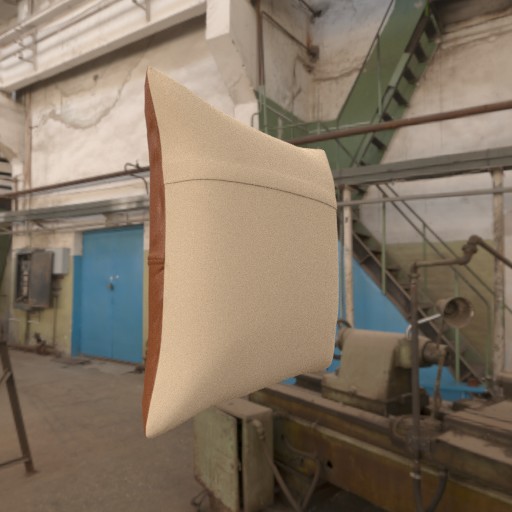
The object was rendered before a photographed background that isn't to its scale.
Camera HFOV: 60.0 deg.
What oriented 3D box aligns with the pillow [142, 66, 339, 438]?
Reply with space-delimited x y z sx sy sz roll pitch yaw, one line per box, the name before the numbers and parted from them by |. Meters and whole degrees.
pillow | 0.000 0.000 0.768 0.192 0.477 0.501 -2 -3 36
